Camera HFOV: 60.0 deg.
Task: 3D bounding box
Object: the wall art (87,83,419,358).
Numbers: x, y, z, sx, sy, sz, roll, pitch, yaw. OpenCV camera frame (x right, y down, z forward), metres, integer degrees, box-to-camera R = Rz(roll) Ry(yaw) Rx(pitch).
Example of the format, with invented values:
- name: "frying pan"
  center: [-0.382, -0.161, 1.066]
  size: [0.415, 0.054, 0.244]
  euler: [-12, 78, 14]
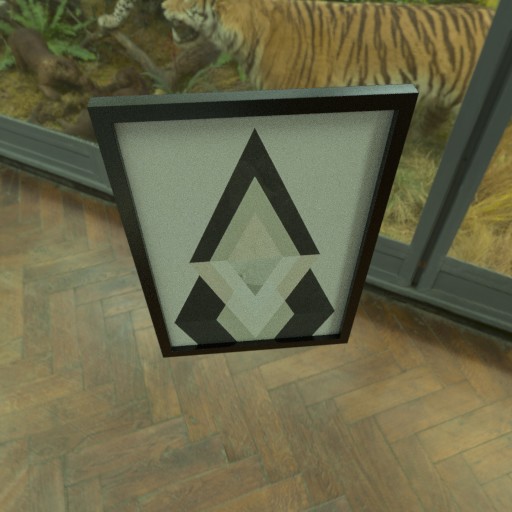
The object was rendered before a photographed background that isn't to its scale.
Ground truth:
- name: "wall art"
  center: [0.000, 0.000, 0.591]
  size: [0.314, 0.455, 0.019]
  euler: [-4, 48, -3]
